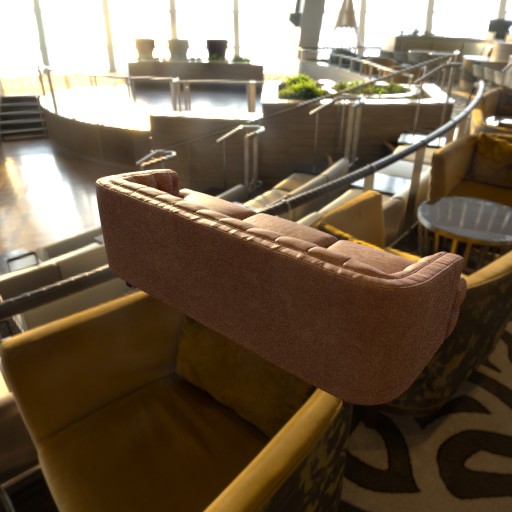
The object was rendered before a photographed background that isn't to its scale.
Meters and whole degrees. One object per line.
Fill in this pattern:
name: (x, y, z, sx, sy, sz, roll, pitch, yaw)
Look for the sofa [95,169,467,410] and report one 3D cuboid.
sofa: (0.000, 0.000, 2.731, 2.257, 0.791, 0.922, 22, 35, 34)
